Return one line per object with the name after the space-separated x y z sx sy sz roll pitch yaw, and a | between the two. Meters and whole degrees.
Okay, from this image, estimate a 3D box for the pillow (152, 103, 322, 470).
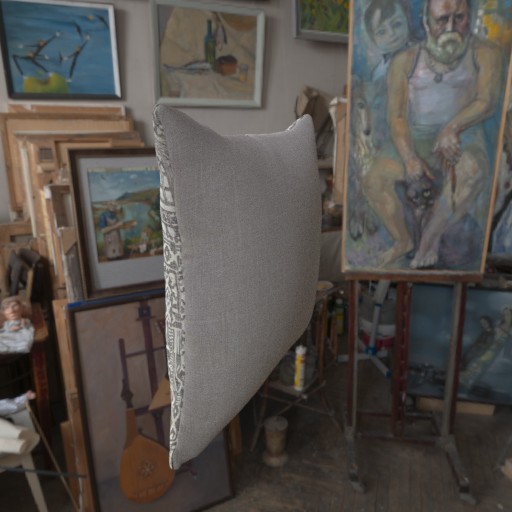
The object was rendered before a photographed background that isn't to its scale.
0.000 0.000 0.776 0.180 0.487 0.546 7 18 23 | pillow
